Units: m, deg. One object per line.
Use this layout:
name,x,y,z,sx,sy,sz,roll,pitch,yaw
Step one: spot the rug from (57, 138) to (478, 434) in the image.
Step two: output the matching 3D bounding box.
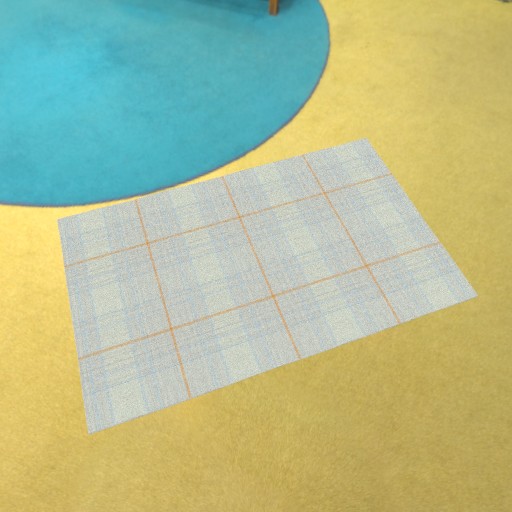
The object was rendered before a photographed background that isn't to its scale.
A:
rug,0.000,0.000,2.967,2.442,0.016,1.527,-17,59,-11
